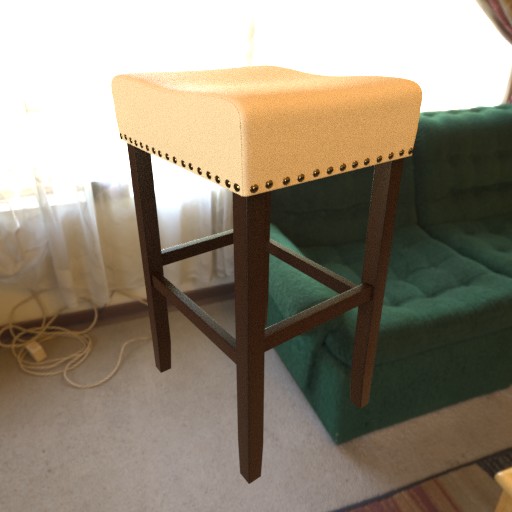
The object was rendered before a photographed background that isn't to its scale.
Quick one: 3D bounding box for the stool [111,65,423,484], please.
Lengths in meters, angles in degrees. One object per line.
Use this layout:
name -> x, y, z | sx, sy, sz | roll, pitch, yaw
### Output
stool -> 0.000, 0.000, 1.002 | 0.401, 0.762, 0.471 | -19, 33, -32
